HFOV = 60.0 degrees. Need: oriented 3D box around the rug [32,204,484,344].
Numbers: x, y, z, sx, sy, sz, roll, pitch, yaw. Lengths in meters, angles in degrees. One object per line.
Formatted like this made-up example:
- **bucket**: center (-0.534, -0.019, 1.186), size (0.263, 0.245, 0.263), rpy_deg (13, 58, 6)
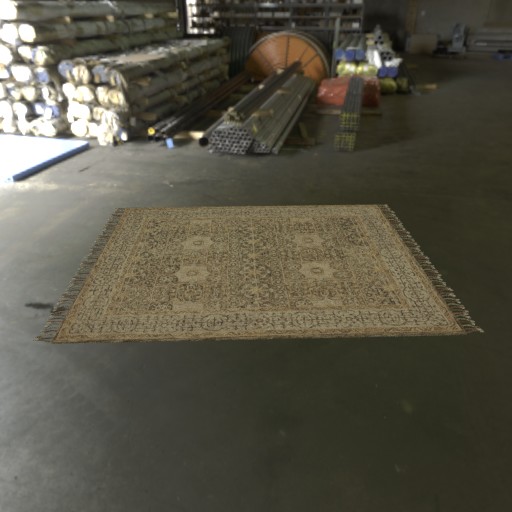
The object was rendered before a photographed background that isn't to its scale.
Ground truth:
- **rug**: center (0.000, 0.000, 4.266), size (3.291, 0.017, 2.431), rpy_deg (-1, 30, -2)
